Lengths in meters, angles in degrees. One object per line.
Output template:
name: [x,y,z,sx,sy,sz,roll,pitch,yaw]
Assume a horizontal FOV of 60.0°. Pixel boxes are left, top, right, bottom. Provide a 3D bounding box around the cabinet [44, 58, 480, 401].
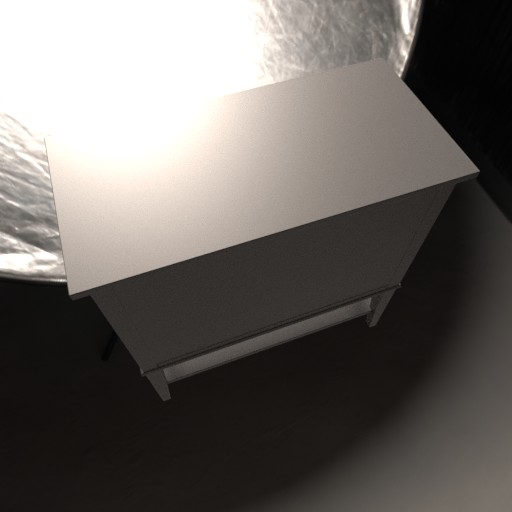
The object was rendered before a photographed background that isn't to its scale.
cabinet: [0.000,0.000,1.232,0.801,0.780,0.396,-17,59,-11]
